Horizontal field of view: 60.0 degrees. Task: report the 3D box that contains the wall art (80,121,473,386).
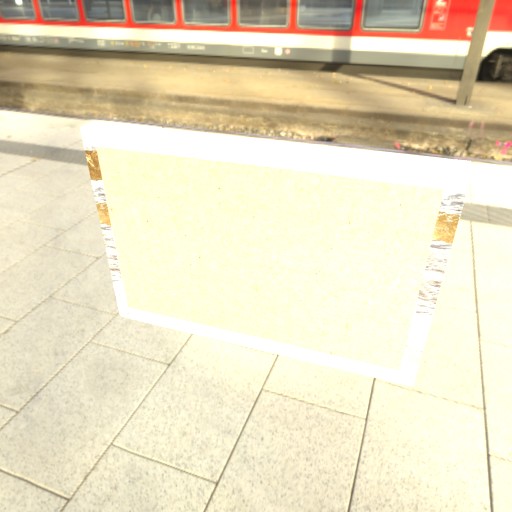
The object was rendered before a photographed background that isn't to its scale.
[{"bbox_3d":[0.000,0.000,0.780,0.606,0.407,0.041,10,34,16],"label":"wall art"}]
